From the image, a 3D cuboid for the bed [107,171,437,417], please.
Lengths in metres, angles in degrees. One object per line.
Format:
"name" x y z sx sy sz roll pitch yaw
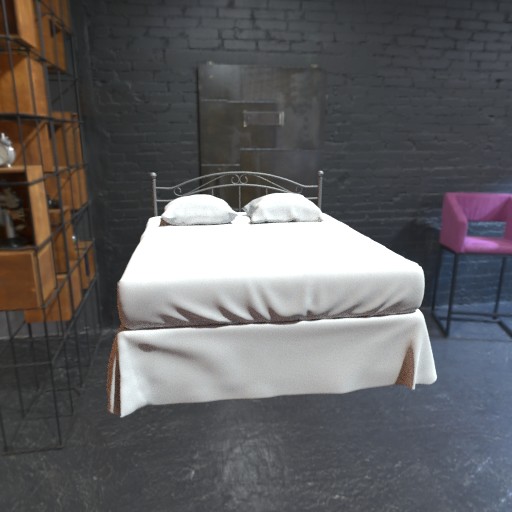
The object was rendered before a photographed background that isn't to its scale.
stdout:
"bed" 0.000 0.000 3.296 1.936 1.080 2.215 -2 15 -8
